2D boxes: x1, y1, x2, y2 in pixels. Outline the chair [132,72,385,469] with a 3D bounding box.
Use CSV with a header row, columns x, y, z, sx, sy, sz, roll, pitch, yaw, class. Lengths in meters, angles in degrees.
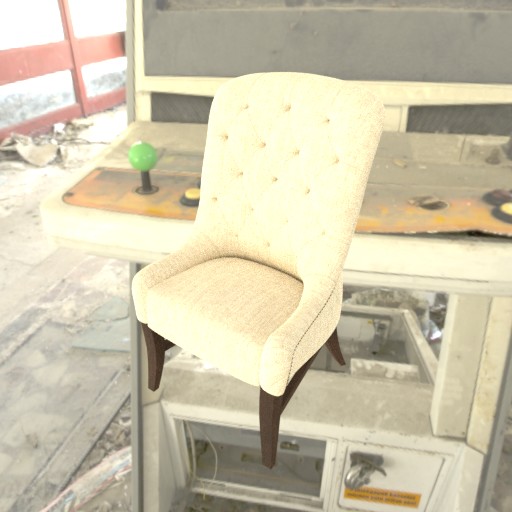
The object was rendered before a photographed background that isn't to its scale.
x,y,z,sx,sy,sz,roll,pitch,yaw,class
0.000,0.000,1.500,0.634,1.091,0.629,20,36,31,chair
